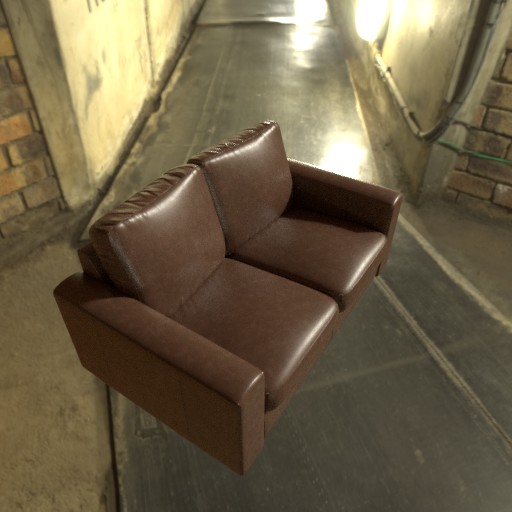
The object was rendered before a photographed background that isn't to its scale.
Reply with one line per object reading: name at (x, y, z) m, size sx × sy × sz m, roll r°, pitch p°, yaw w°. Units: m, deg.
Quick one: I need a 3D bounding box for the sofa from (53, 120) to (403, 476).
sofa at (0.000, 0.000, 2.254) m, size 1.016 × 0.873 × 1.616 m, roll 23°, pitch 45°, yaw 25°
